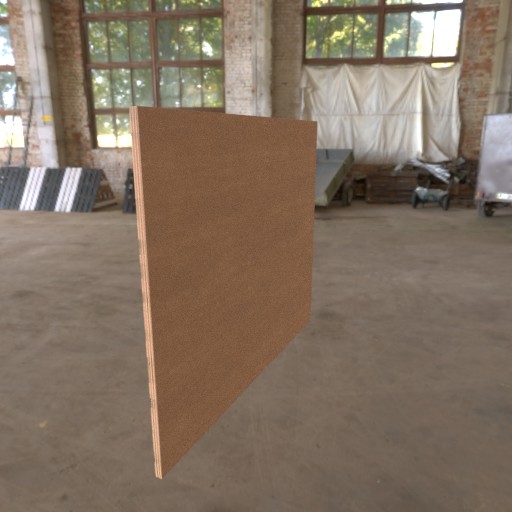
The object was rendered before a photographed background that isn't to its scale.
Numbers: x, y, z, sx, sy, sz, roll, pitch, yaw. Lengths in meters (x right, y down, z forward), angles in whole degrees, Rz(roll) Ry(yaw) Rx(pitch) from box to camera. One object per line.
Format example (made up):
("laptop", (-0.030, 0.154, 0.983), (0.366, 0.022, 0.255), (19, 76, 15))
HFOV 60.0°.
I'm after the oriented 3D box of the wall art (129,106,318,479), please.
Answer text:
("wall art", (0.000, 0.000, 0.679), (0.010, 0.408, 0.508), (7, 17, 25))
